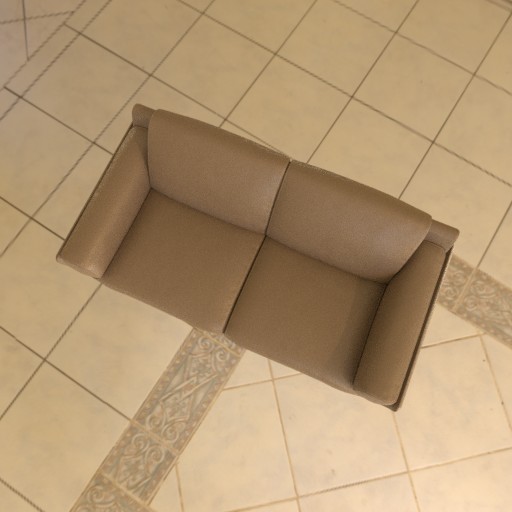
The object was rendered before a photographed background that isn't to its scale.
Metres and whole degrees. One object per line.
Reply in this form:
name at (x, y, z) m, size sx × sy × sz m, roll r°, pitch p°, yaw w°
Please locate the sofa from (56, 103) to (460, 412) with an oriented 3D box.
sofa at (0.000, 0.000, 2.669) m, size 2.101 × 0.930 × 1.049 m, roll 23°, pitch 76°, yaw 6°
